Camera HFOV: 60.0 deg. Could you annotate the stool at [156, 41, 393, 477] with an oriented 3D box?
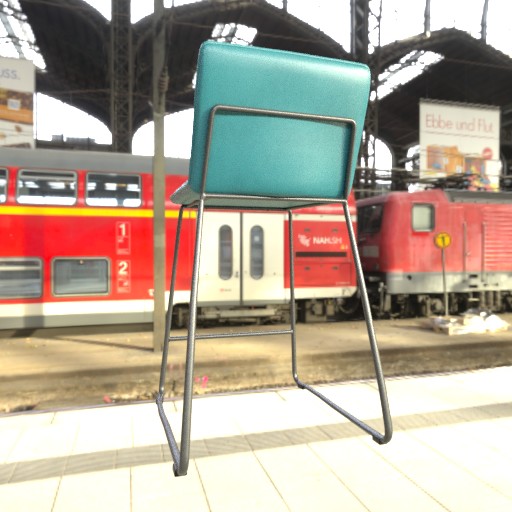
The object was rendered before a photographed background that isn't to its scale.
[{"bbox_3d":[0.000,0.000,1.164,0.489,0.866,0.524,0,1,-18],"label":"stool"}]
